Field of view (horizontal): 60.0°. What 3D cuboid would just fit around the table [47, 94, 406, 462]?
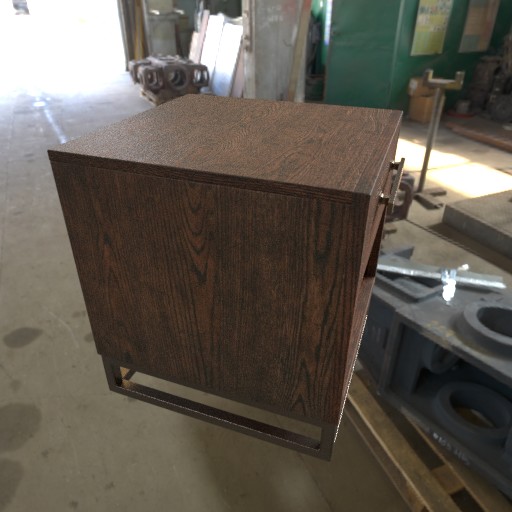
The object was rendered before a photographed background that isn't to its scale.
[{"bbox_3d":[0.000,0.000,1.014,0.566,0.582,0.506,11,33,18],"label":"table"}]
